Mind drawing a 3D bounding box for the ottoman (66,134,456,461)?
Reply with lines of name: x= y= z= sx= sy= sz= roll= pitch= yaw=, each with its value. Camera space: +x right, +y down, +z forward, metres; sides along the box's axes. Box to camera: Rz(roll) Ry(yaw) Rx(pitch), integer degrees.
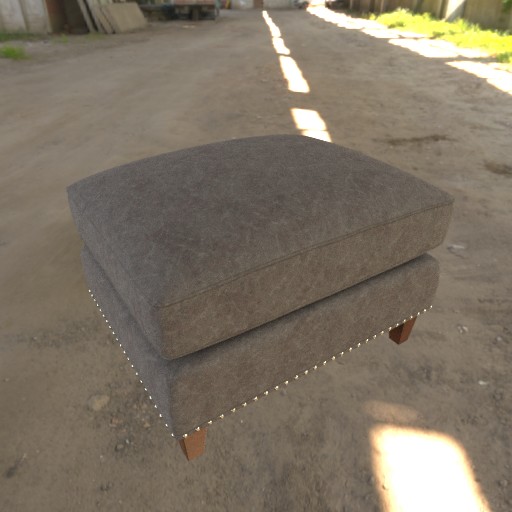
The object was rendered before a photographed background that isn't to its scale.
ottoman: x=0.000 y=0.000 z=1.125 sx=0.741 sy=0.513 sz=0.584 roll=-19 pitch=36 yaw=-28
